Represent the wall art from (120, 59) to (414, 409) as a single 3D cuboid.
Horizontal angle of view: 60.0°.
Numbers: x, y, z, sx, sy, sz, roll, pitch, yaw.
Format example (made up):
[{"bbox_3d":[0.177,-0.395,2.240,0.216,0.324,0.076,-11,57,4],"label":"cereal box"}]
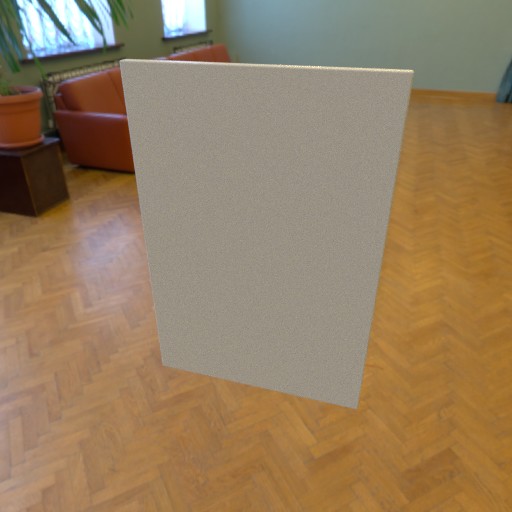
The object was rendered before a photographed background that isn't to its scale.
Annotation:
[{"bbox_3d":[0.000,0.000,1.019,0.556,0.813,0.026,9,31,14],"label":"wall art"}]
